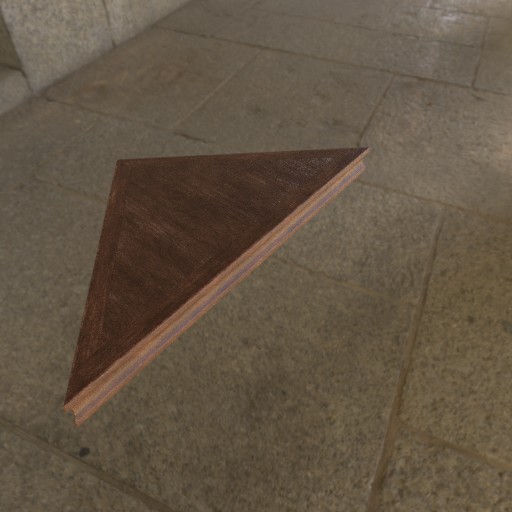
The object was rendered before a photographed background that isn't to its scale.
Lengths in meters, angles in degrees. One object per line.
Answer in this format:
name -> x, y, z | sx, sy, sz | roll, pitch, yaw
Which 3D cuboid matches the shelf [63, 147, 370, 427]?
shelf -> 0.000, 0.000, 0.430 | 0.296, 0.035, 0.296 | -4, 48, -3
